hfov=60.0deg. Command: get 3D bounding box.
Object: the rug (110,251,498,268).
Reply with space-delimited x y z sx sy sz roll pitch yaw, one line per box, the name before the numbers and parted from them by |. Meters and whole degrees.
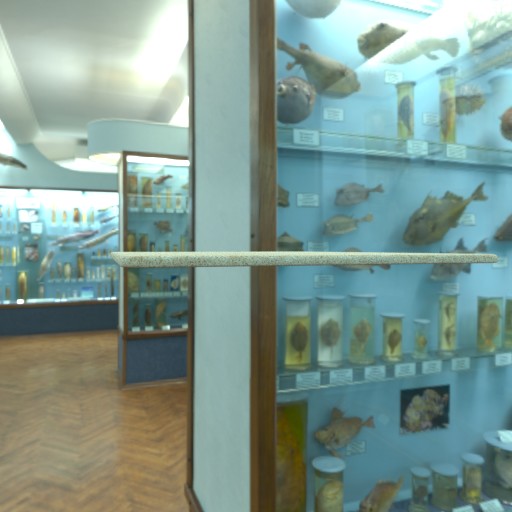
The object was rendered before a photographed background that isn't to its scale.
rug | 0.000 0.000 3.274 2.009 0.048 2.528 0 1 -19
